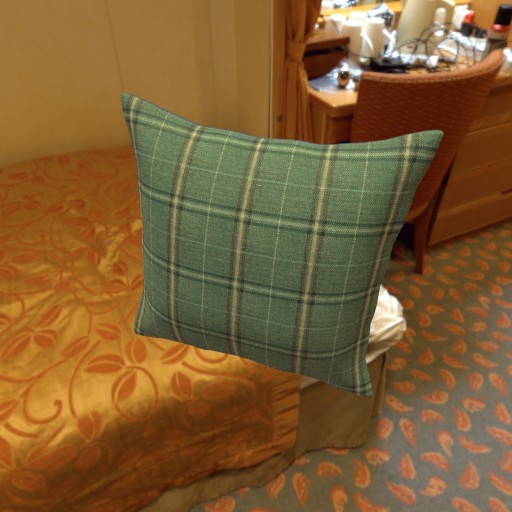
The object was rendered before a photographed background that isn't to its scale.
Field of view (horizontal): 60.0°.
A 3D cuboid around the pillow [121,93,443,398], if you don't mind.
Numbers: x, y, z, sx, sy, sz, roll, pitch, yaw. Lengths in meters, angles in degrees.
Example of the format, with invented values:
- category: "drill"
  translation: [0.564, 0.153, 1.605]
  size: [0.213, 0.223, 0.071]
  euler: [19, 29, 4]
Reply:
- category: "pillow"
  translation: [0.000, 0.000, 0.698]
  size: [0.453, 0.430, 0.200]
  euler: [11, 42, 13]
